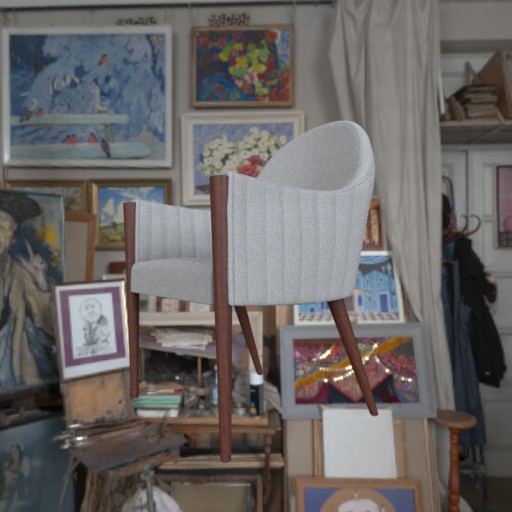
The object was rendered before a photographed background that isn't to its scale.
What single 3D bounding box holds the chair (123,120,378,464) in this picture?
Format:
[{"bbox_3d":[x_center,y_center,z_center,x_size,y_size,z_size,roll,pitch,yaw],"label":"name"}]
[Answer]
[{"bbox_3d":[0.000,0.000,1.329,0.620,0.889,0.610,0,-1,-36],"label":"chair"}]
